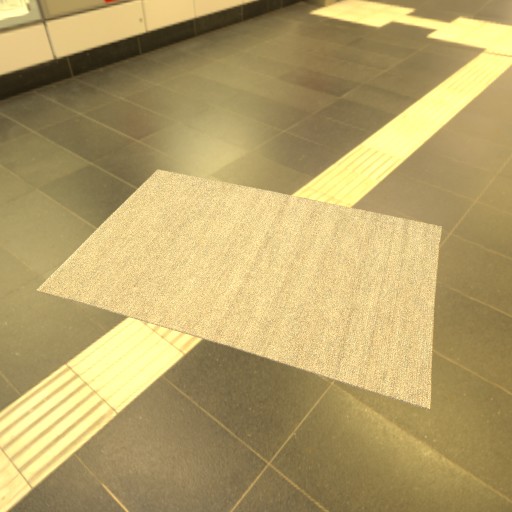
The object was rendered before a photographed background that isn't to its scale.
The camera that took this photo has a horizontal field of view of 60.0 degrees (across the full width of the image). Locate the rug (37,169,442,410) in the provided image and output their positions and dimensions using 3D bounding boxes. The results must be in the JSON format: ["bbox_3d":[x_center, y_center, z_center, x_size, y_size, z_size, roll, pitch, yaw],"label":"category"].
[{"bbox_3d":[0.000,0.000,2.305,1.820,0.022,1.179,14,44,15],"label":"rug"}]
